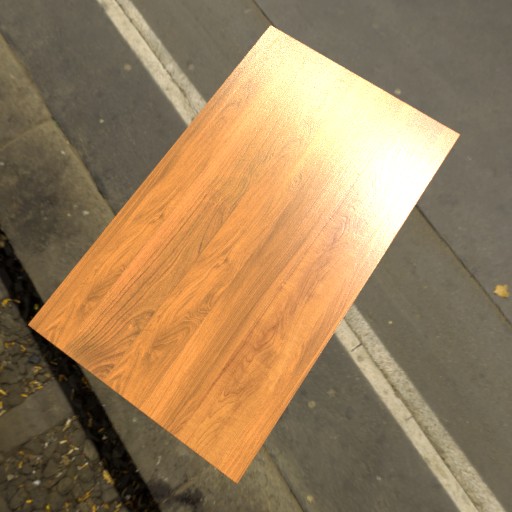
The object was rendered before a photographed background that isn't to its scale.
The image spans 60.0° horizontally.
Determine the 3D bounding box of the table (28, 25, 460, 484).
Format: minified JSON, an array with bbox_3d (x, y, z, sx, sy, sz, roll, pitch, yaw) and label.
[{"bbox_3d":[0.000,0.000,1.673,0.714,0.760,1.205,34,78,8],"label":"table"}]
